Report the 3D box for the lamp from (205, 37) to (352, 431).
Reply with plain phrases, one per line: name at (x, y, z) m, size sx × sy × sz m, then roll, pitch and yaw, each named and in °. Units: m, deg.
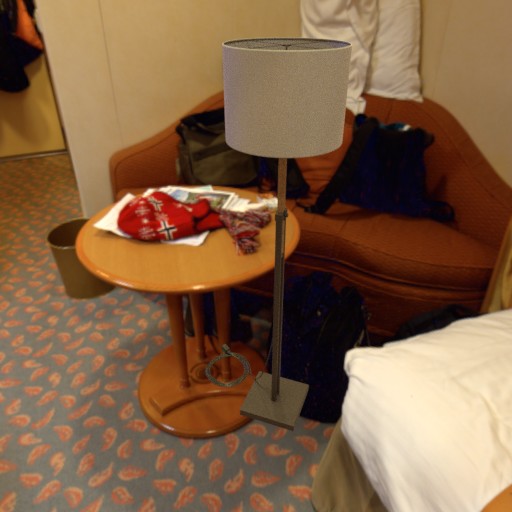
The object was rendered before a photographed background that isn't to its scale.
lamp at (0.000, 0.000, 1.883) m, size 0.639 × 1.650 × 0.474 m, roll 11°, pitch 33°, yaw 18°
